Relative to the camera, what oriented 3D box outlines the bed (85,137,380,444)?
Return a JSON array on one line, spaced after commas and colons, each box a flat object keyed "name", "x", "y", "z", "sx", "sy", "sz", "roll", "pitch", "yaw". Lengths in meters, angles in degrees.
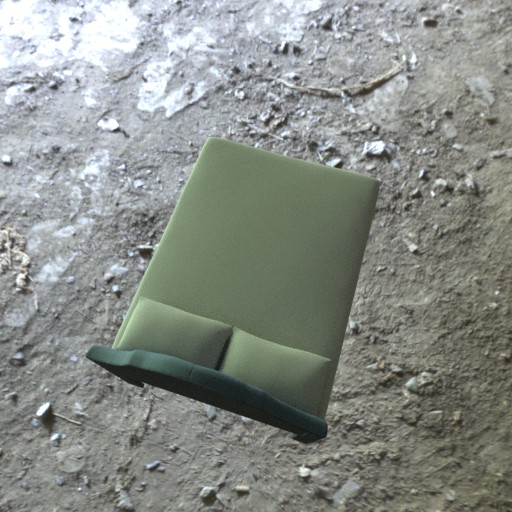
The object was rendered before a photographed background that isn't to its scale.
[{"name": "bed", "x": 0.000, "y": 0.000, "z": 3.274, "sx": 1.636, "sy": 1.575, "sz": 2.155, "roll": 16, "pitch": 66, "yaw": 7}]
